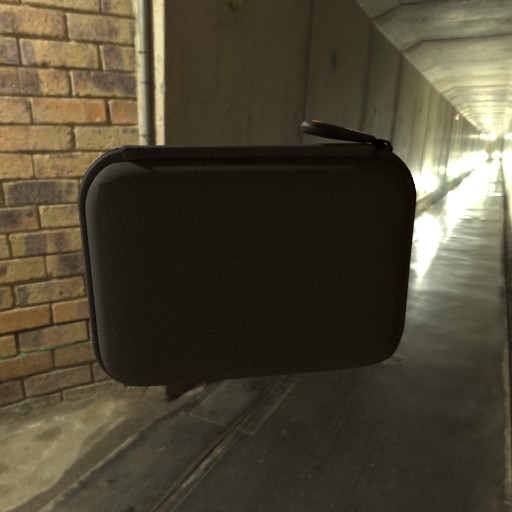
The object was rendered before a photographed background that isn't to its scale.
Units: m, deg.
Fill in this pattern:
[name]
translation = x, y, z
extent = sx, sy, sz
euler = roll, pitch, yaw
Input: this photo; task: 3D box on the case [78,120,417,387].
[case]
translation = 0.000, 0.000, 0.179
extent = 0.132, 0.105, 0.038
euler = -3, 15, -9
